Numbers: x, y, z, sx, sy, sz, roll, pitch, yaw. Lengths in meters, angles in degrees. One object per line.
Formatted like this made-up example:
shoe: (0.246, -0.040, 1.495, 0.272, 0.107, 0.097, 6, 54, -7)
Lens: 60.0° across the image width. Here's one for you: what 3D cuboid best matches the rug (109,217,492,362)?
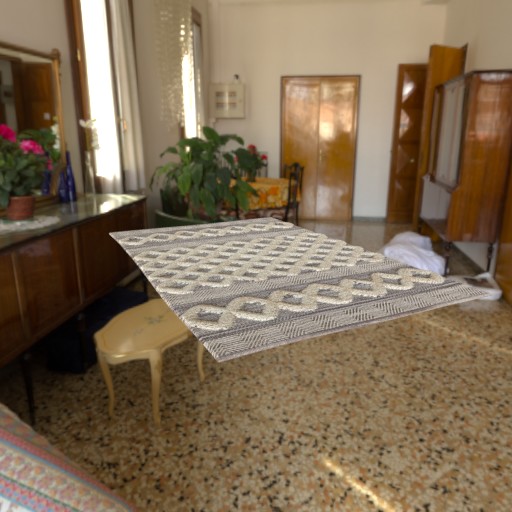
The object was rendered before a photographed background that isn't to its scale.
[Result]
rug: (0.000, 0.000, 2.923, 1.513, 0.033, 2.333, -8, 18, -26)
